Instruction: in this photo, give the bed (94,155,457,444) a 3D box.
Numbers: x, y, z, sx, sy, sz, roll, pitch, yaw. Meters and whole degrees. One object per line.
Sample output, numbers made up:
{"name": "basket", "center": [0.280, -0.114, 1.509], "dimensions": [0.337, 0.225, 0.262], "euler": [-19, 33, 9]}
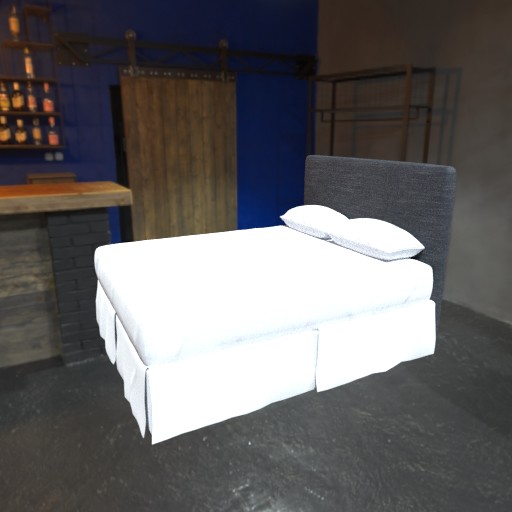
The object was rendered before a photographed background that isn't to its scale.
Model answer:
{"name": "bed", "center": [0.000, 0.000, 3.232], "dimensions": [2.142, 1.330, 1.723], "euler": [-8, 17, -26]}
